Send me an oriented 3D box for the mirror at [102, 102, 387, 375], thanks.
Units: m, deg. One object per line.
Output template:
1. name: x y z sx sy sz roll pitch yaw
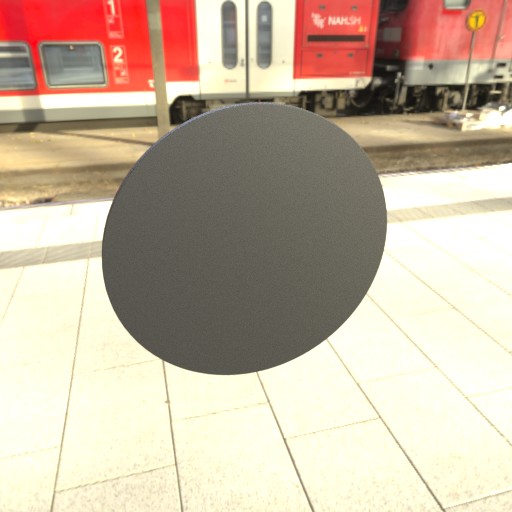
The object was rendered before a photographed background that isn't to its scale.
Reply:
1. mirror: 0.000 0.000 1.638 1.077 1.077 0.036 -8 28 -15
